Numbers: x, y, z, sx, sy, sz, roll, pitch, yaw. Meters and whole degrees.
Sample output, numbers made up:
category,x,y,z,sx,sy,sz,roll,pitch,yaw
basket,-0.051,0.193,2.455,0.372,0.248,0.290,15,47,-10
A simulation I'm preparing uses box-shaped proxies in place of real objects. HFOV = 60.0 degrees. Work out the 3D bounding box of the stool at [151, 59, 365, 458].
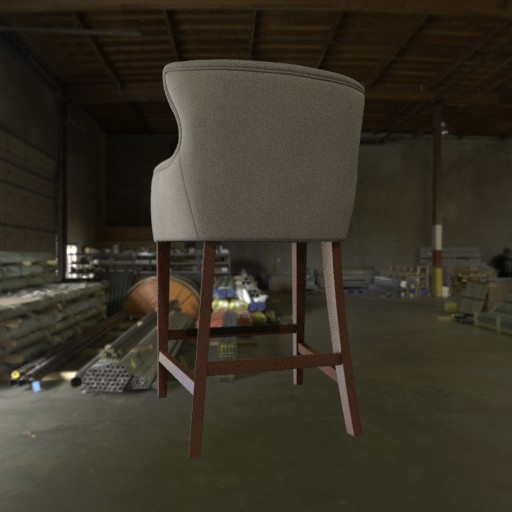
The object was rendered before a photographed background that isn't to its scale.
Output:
category,x,y,z,sx,sy,sz,roll,pitch,yaw
stool,0.000,0.000,1.311,0.575,0.951,0.575,0,0,-17
